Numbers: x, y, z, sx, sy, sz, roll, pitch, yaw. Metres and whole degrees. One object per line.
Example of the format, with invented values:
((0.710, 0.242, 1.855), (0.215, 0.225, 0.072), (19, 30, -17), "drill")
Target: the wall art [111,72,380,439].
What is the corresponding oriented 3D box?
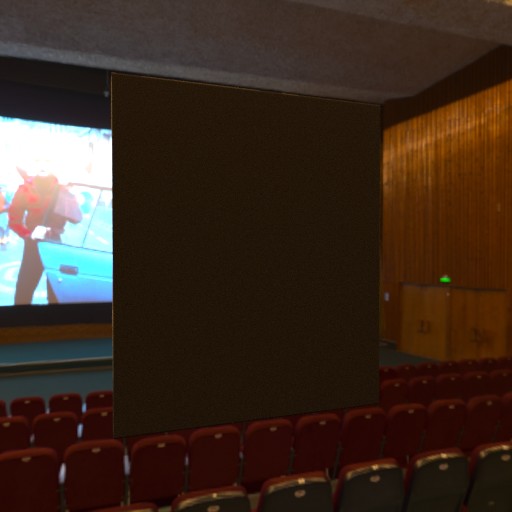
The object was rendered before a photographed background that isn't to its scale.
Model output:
((0.000, 0.000, 0.705), (0.435, 0.511, 0.037), (0, 1, -19), "wall art")
